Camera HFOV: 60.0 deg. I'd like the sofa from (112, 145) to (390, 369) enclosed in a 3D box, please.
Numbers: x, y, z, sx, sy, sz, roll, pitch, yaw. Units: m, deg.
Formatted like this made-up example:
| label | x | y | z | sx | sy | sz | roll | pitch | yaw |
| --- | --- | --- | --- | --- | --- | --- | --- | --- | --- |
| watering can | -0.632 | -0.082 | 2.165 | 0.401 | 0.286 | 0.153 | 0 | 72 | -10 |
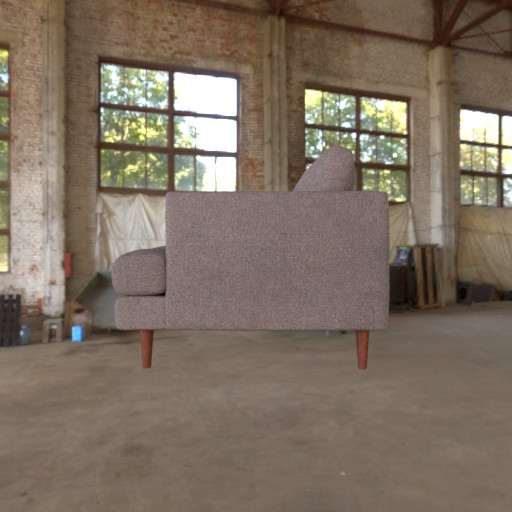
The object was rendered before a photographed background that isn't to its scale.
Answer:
| label | x | y | z | sx | sy | sz | roll | pitch | yaw |
| --- | --- | --- | --- | --- | --- | --- | --- | --- | --- |
| sofa | 0.000 | 0.000 | 2.727 | 1.020 | 0.868 | 2.250 | 0 | 0 | 1 |
